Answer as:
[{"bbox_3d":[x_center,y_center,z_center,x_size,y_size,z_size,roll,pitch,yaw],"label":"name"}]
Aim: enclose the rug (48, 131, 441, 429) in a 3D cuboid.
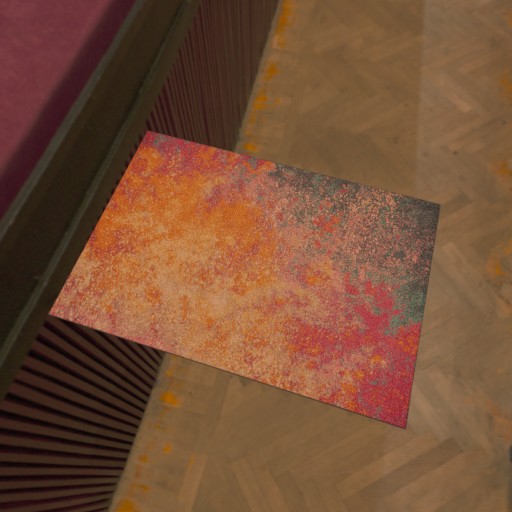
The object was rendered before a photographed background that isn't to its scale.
[{"bbox_3d":[0.000,0.000,3.799,2.896,0.013,2.007,16,65,8],"label":"rug"}]
